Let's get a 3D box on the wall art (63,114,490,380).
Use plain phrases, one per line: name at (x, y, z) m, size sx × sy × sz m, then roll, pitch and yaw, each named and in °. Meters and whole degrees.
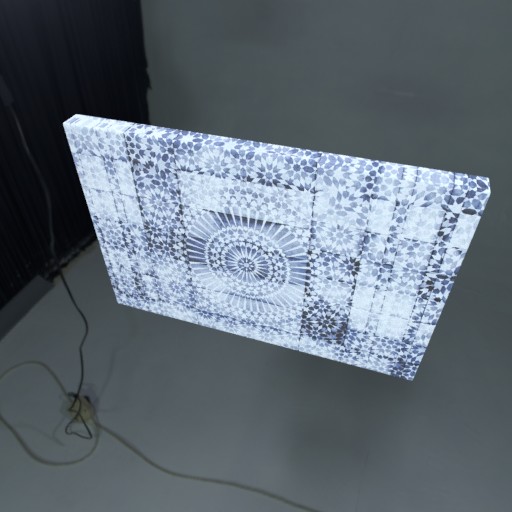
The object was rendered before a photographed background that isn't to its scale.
wall art at (0.000, 0.000, 1.126) m, size 0.911 × 0.608 × 0.057 m, roll 12°, pitch 43°, yaw 13°
